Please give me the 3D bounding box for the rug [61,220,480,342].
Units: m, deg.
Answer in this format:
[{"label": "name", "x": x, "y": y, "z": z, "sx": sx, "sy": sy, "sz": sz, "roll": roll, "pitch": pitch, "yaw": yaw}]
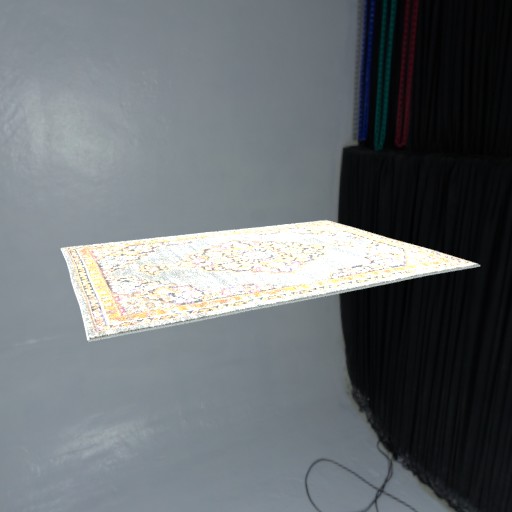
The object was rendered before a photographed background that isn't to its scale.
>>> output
[{"label": "rug", "x": 0.000, "y": 0.000, "z": 3.708, "sx": 2.901, "sy": 0.026, "sz": 2.043, "roll": -8, "pitch": 17, "yaw": -26}]
